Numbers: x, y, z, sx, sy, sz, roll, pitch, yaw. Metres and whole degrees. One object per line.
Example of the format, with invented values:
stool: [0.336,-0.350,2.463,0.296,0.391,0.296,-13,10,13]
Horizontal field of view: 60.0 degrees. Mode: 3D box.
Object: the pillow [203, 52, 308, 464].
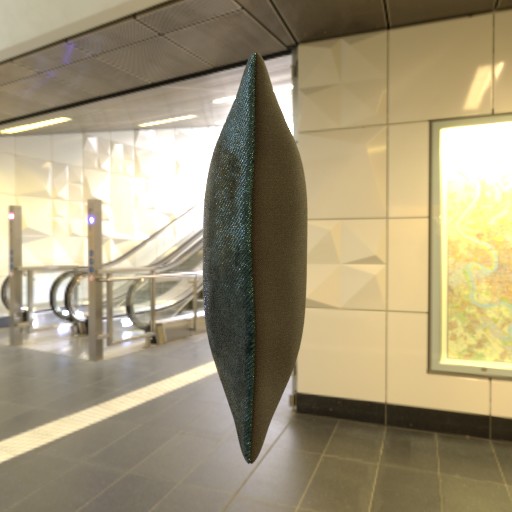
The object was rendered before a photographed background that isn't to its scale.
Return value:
pillow: [0.000,0.000,0.661,0.138,0.430,0.436,0,1,1]
